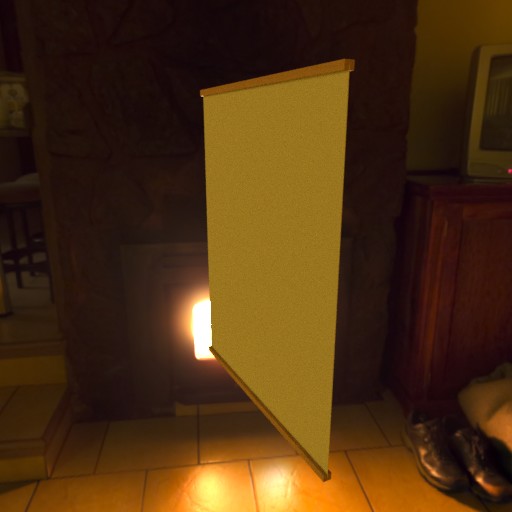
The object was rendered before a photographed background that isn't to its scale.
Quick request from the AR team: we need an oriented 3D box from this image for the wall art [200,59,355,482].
[{"bbox_3d":[0.000,0.000,0.682,0.012,0.508,0.405,-8,18,-26],"label":"wall art"}]
